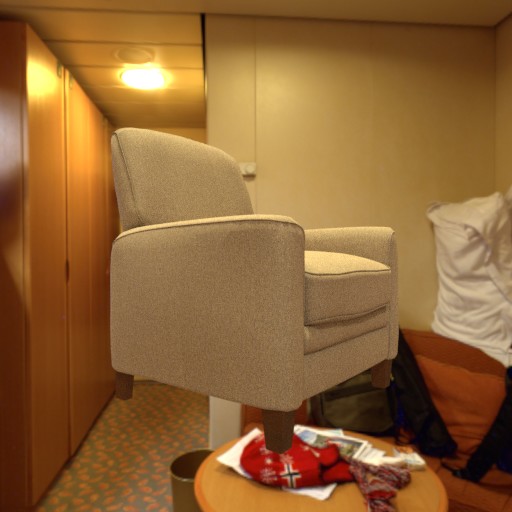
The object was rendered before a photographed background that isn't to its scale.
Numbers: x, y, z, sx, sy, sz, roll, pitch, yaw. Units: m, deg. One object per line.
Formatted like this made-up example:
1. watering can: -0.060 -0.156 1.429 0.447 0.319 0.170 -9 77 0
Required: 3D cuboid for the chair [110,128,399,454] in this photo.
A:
1. chair: 0.000 0.000 1.658 0.864 1.014 0.848 1 1 38
